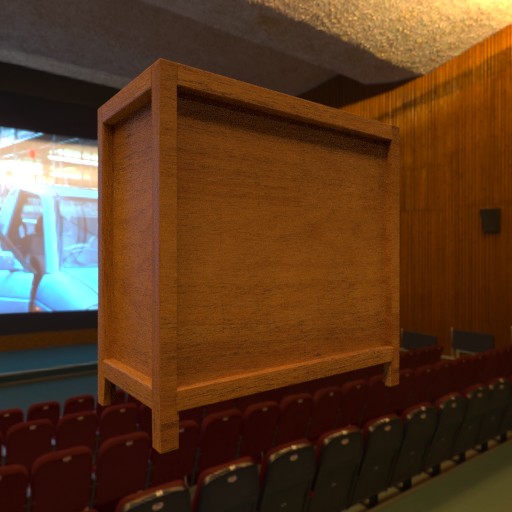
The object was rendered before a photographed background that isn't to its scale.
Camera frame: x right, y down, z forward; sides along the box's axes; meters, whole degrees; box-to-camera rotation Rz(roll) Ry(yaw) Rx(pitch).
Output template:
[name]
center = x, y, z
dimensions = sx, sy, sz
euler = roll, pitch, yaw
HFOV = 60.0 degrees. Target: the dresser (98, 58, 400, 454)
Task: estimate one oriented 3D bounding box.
[dresser]
center = 0.000, 0.000, 1.306
dimensions = 0.804, 0.804, 0.427
euler = 0, 0, -37
